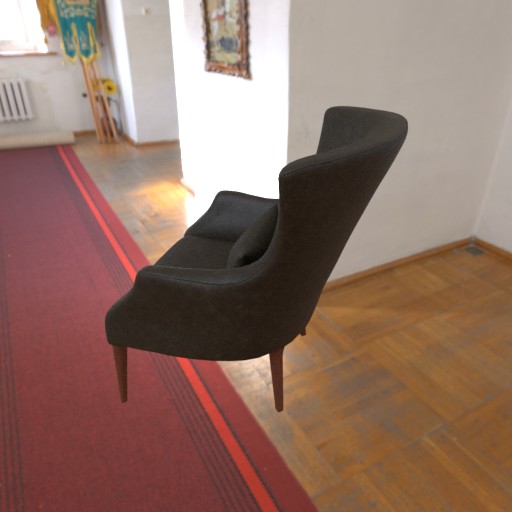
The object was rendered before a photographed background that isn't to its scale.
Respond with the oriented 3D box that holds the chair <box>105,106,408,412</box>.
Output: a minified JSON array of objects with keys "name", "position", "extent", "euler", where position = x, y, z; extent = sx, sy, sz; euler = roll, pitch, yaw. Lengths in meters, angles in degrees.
[{"name":"chair","position":[0.000,0.000,1.706],"extent":[0.954,1.068,0.819],"euler":[8,30,14]}]
